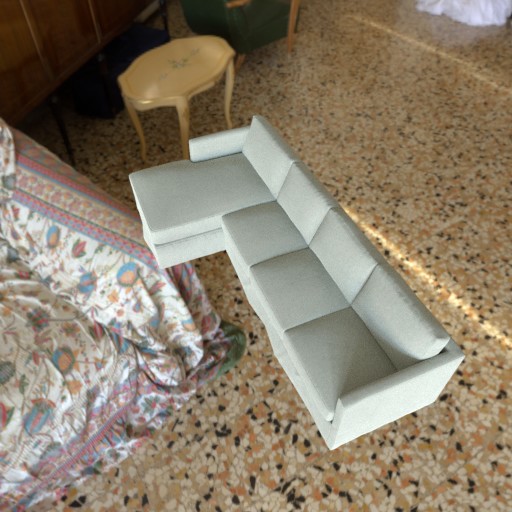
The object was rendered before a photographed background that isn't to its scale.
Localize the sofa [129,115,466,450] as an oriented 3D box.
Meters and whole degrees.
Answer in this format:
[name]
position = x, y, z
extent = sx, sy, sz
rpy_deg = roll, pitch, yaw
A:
[sofa]
position = 0.000, 0.000, 3.875
extent = 1.650, 0.922, 3.205
rpy_deg = -17, 49, -15
